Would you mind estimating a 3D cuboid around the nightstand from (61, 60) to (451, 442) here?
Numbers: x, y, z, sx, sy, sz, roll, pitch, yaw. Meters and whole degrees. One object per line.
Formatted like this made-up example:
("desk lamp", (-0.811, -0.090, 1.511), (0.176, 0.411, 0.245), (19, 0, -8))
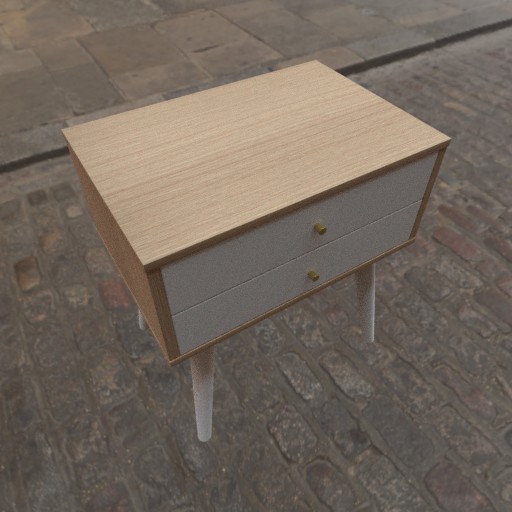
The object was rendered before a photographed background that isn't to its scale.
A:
("nightstand", (0.000, 0.000, 1.000), (0.571, 0.610, 0.407), (-24, 51, -21))
